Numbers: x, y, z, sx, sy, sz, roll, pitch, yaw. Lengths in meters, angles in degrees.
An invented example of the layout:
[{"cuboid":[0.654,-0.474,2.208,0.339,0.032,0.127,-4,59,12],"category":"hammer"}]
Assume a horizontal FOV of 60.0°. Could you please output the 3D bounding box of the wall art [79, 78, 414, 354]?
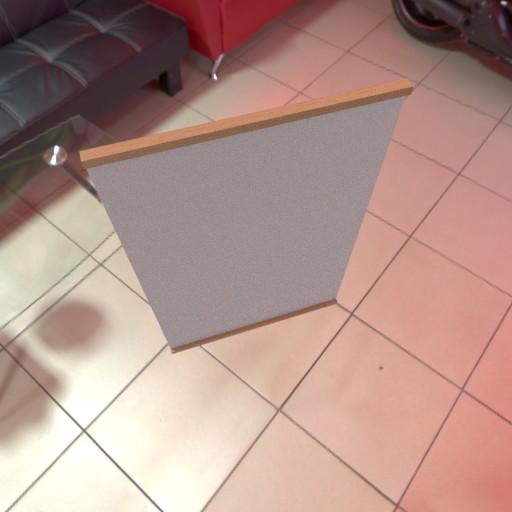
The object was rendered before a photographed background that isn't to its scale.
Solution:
[{"cuboid":[0.000,0.000,1.911,0.991,1.510,0.040,-16,59,-9],"category":"wall art"}]
